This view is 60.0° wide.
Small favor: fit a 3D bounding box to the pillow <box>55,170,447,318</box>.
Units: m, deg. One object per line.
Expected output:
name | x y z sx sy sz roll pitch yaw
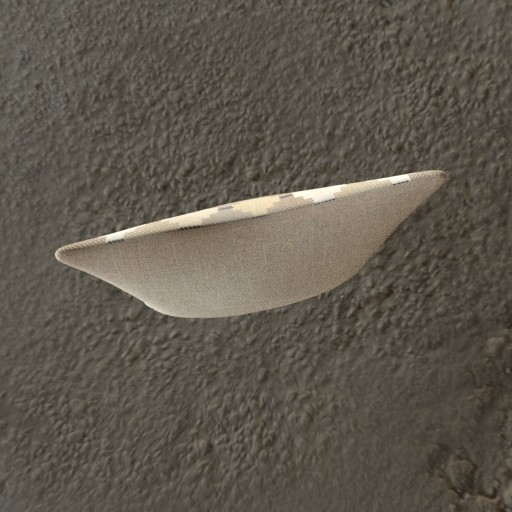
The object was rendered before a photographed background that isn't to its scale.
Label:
pillow | 0.000 0.000 0.880 0.578 0.558 0.192 -11 77 -3
